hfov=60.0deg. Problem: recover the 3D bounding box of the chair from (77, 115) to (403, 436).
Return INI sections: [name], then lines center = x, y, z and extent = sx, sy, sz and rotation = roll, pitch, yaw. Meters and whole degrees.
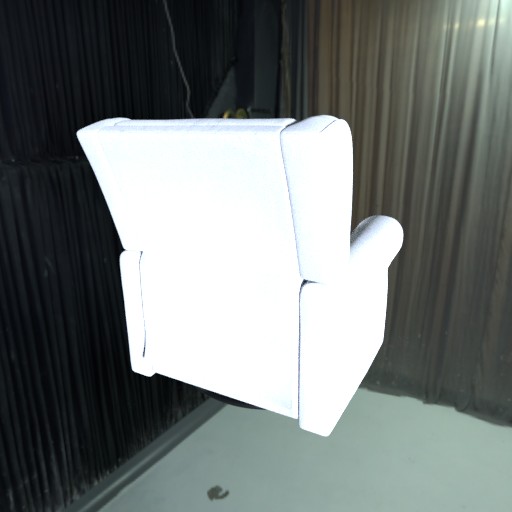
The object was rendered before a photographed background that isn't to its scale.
[chair]
center = 0.000, 0.000, 1.628
extent = 0.906, 0.967, 0.854
rotation = 9, 18, 28
